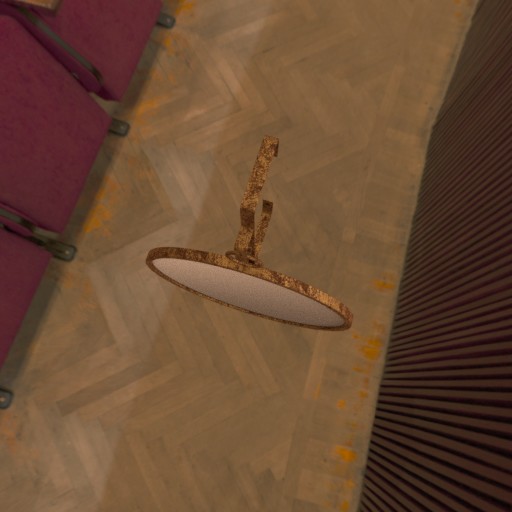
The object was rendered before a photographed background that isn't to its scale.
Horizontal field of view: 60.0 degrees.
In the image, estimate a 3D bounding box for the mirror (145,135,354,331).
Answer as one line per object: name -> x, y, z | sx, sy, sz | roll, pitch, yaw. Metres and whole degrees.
mirror -> 0.000, 0.000, 0.862 | 0.447, 0.651, 0.144 | 17, 75, 5
